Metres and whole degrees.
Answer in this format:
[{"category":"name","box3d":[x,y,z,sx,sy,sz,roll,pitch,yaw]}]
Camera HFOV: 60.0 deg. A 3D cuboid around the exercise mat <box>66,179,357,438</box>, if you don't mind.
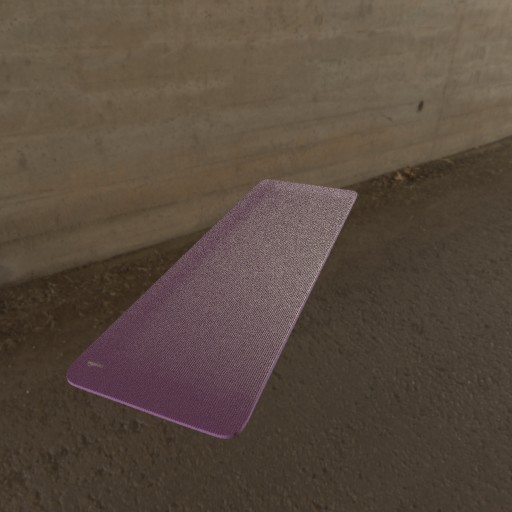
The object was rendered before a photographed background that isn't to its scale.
[{"category":"exercise mat","box3d":[0.000,0.000,2.044,0.616,0.021,1.869,11,33,18]}]
